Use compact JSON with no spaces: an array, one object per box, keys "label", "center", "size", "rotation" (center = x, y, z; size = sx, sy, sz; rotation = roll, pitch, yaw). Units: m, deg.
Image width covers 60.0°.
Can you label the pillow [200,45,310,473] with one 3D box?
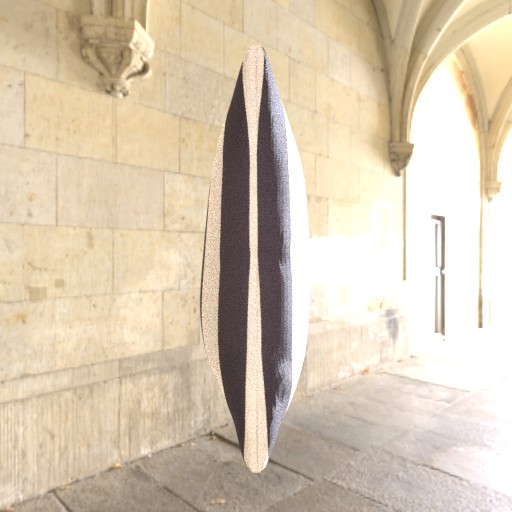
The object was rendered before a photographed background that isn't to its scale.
[{"label":"pillow","center":[0.000,0.000,0.798],"size":[0.189,0.526,0.536],"rotation":[0,0,1]}]
